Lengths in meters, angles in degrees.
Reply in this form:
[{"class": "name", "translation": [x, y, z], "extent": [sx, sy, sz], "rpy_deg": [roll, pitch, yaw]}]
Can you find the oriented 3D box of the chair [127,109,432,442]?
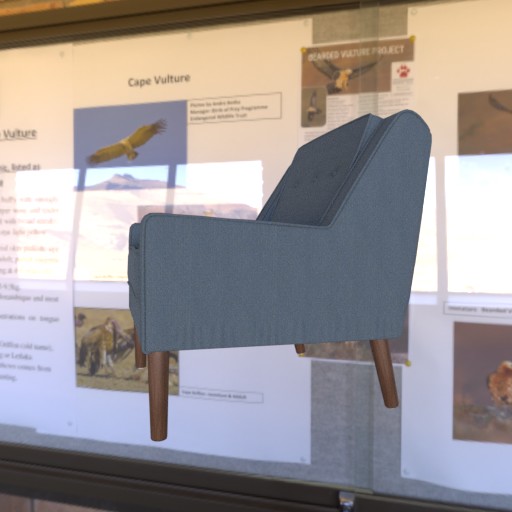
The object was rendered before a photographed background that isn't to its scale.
[{"class": "chair", "translation": [0.000, 0.000, 1.331], "extent": [0.733, 0.780, 0.663], "rpy_deg": [-1, 2, -18]}]
